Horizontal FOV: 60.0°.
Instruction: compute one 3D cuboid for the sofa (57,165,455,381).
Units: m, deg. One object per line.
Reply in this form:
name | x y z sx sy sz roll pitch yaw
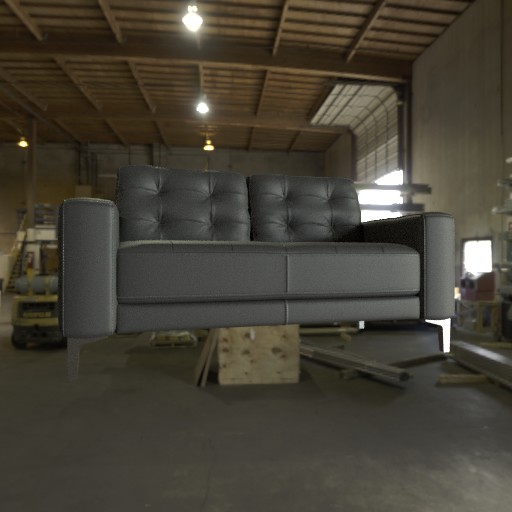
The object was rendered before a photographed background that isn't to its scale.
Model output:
sofa | 0.000 0.000 2.184 1.726 0.893 0.833 0 0 -18
